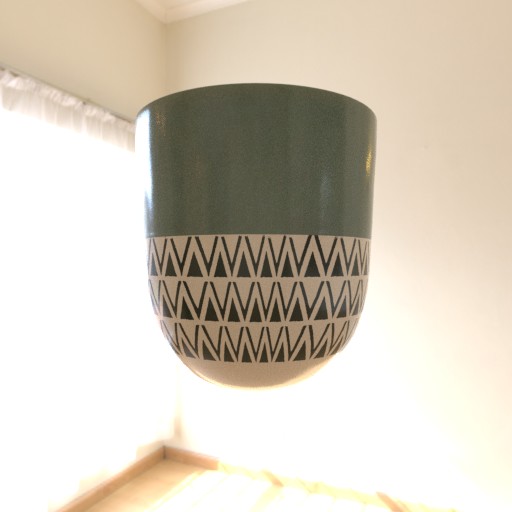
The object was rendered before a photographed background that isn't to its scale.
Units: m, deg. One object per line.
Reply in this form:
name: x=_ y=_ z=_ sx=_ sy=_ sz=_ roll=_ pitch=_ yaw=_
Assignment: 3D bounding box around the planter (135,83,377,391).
planter: x=0.000 y=0.000 z=0.374 sx=0.198 sy=0.214 sz=0.198 roll=0 pitch=-1 yaw=0
